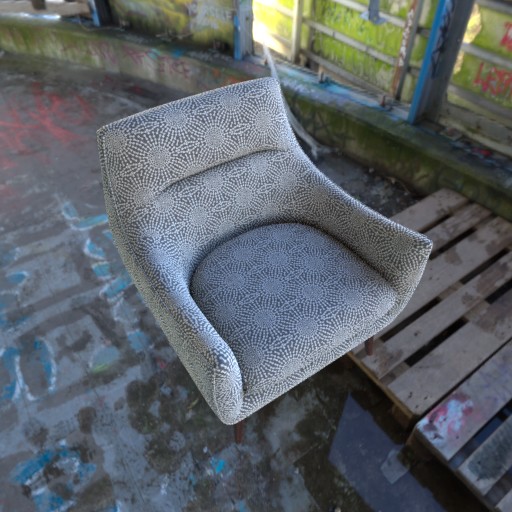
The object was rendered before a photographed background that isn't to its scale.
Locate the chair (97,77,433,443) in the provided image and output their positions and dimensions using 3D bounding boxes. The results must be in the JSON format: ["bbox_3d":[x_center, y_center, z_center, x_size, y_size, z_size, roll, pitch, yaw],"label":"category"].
[{"bbox_3d":[0.000,0.000,1.471,0.762,0.838,0.787,-26,51,-23],"label":"chair"}]
